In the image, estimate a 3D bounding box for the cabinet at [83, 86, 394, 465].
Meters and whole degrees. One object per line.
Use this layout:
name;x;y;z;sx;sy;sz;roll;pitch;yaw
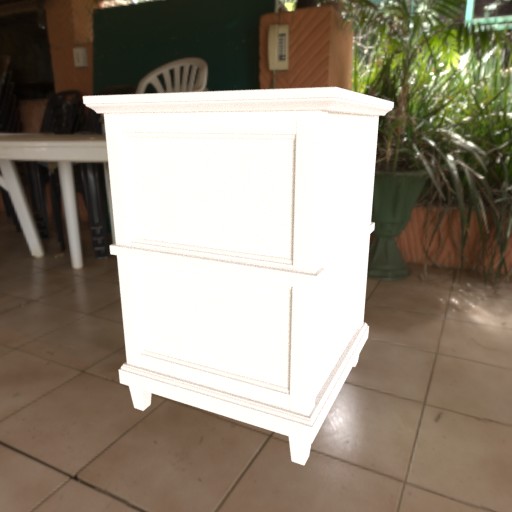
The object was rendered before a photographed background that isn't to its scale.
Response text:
cabinet;0.000;0.000;1.161;0.547;0.775;0.544;8;18;25
